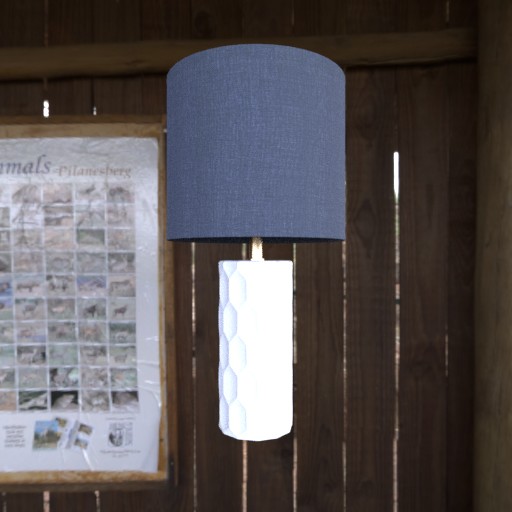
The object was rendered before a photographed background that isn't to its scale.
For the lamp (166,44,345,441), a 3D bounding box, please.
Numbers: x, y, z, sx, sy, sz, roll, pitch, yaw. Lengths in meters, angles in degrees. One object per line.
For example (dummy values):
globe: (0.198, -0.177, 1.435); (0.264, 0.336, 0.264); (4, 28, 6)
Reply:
lamp: (0.000, 0.000, 0.698); (0.277, 0.537, 0.277); (0, 0, -18)
